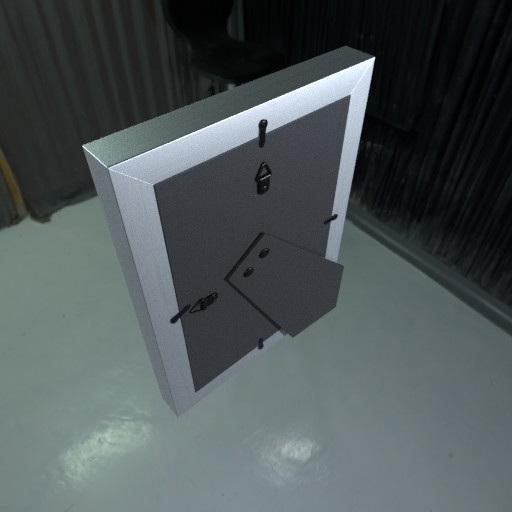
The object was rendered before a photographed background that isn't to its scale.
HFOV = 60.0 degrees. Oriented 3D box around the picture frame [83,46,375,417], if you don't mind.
[{"bbox_3d":[0.000,0.000,0.277,0.157,0.208,0.028,-32,53,-28],"label":"picture frame"}]
